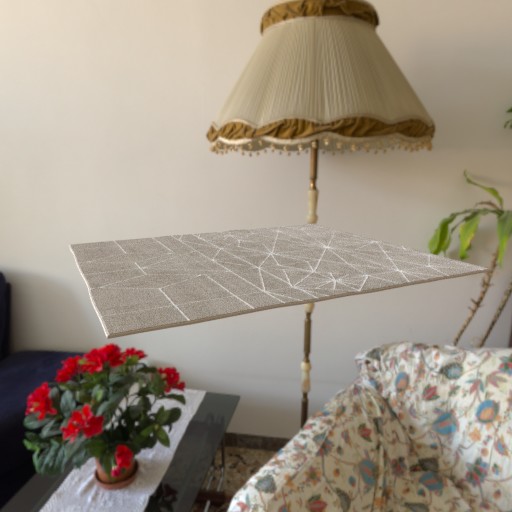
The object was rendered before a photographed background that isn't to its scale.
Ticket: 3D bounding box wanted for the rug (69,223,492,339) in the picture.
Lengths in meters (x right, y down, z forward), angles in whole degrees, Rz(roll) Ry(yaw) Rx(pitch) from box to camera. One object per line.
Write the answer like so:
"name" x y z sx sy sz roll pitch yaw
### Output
"rug" 0.000 0.000 0.864 0.639 0.006 0.548 -7 15 -26
